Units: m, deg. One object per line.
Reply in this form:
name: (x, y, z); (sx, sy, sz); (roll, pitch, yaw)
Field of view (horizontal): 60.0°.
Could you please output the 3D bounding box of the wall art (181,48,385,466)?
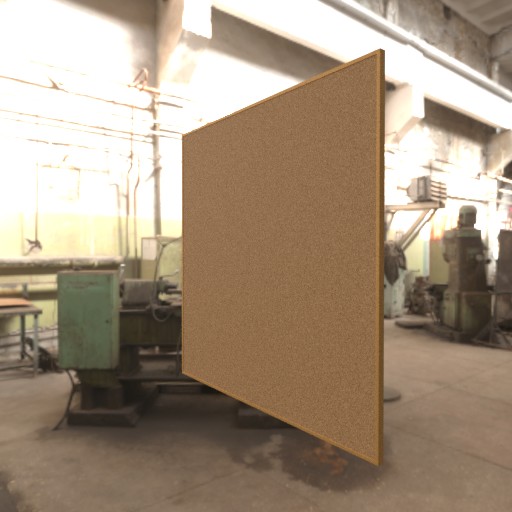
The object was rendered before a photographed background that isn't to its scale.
wall art: (0.000, 0.000, 0.960); (0.014, 0.655, 0.657); (-1, 1, -37)
